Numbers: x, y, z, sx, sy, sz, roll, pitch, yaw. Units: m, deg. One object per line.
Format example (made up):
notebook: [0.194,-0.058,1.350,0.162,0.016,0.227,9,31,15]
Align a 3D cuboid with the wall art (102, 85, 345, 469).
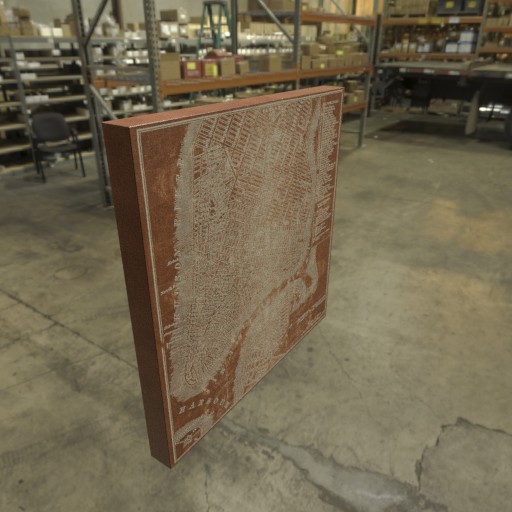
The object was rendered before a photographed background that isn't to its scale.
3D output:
wall art: [0.000,0.000,0.602,0.035,0.403,0.403,17,31,31]
